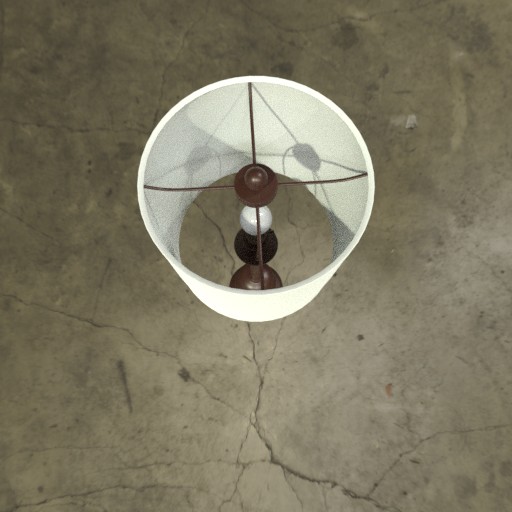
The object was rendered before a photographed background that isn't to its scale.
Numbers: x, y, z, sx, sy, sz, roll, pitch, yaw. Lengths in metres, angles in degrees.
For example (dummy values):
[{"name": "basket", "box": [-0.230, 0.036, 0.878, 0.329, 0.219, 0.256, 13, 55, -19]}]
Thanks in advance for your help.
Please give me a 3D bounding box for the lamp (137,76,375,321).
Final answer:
[{"name": "lamp", "box": [0.000, 0.000, 0.795, 0.254, 0.690, 0.254, -3, 76, -1]}]
